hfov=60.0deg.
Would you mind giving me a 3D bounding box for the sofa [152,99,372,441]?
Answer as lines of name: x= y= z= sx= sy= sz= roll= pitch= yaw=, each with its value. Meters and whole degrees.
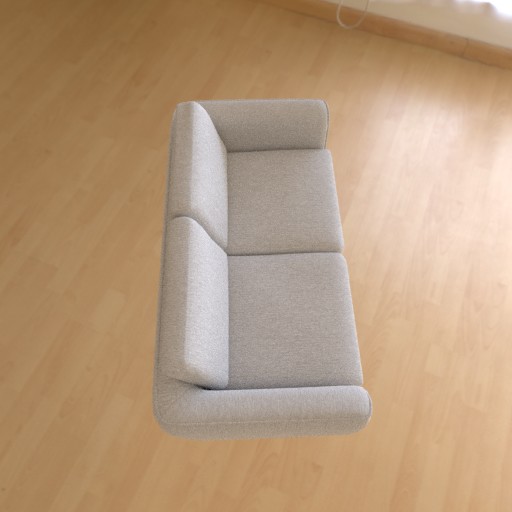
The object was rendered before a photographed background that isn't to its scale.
sofa: x=0.000 y=0.000 z=2.241 sx=0.920 sy=0.850 sz=1.700 roll=-2 pitch=63 yaw=-1
